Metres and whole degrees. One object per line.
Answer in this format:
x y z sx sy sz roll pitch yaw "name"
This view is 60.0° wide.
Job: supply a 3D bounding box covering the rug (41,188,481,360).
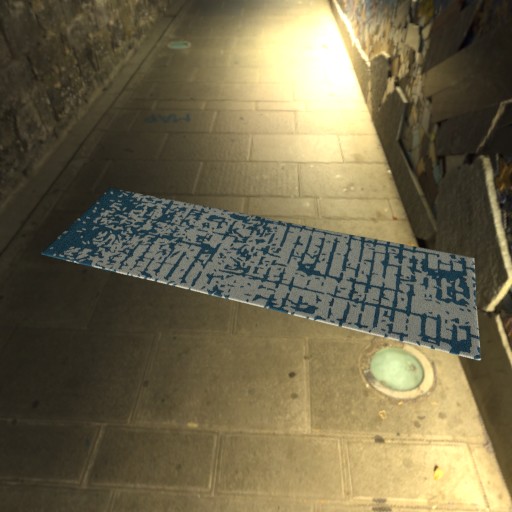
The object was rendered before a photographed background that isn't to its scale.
0.000 0.000 2.605 2.435 0.011 0.750 12 43 13 "rug"
